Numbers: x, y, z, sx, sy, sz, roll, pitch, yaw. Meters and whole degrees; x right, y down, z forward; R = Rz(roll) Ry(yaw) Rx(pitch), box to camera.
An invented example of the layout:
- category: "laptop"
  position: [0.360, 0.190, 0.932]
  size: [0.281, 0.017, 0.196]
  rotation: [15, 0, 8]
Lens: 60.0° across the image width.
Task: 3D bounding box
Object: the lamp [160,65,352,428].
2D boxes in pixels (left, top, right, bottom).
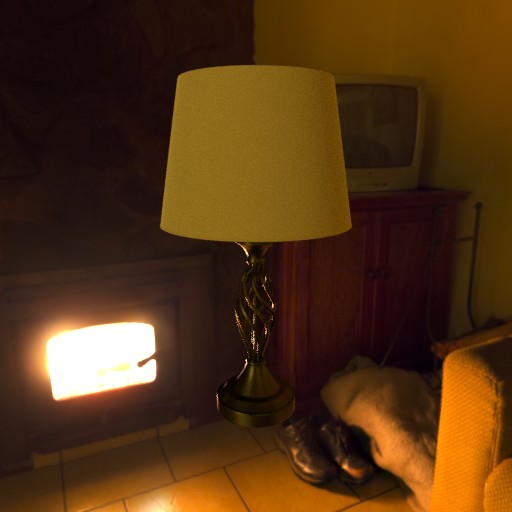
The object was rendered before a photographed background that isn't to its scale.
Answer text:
- category: "lamp"
  position: [0.000, 0.000, 0.794]
  size: [0.331, 0.594, 0.331]
  rotation: [0, 13, 0]
